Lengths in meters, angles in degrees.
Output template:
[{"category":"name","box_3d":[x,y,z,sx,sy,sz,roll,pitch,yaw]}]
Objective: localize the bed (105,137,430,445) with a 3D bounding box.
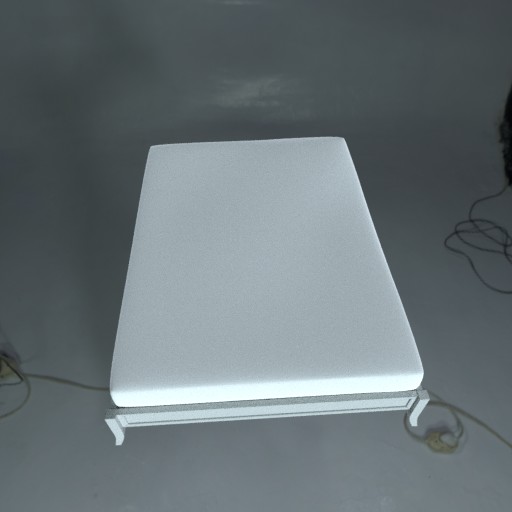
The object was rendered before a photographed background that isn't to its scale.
[{"category":"bed","box_3d":[0.000,0.000,2.863,1.604,0.510,2.108,-3,48,-2]}]
